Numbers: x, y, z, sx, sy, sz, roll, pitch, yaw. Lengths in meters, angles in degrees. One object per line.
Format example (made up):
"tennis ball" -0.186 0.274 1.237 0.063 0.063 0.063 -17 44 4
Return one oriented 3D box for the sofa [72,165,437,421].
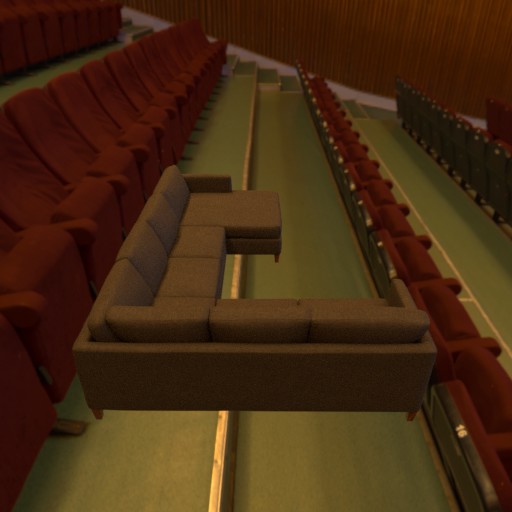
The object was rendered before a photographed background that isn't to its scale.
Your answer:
"sofa" 0.000 0.000 4.666 2.594 0.961 3.460 0 31 0
